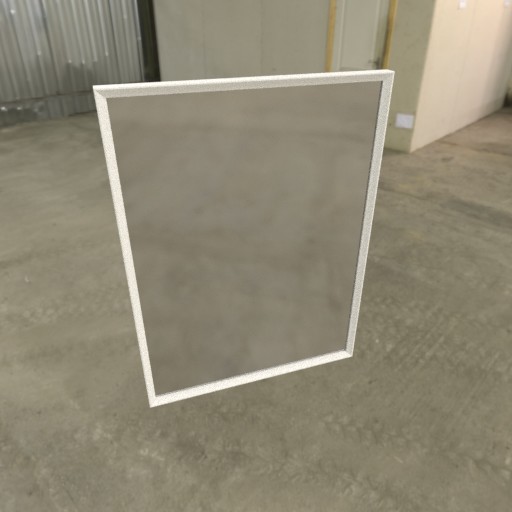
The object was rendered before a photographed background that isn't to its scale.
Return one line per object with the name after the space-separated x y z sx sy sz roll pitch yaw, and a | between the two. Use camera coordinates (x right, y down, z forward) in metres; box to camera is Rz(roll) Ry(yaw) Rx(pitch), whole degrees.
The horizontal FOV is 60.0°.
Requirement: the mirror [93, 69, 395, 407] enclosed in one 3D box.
0.000 0.000 1.345 0.762 1.016 0.041 -10 32 -16 | mirror
